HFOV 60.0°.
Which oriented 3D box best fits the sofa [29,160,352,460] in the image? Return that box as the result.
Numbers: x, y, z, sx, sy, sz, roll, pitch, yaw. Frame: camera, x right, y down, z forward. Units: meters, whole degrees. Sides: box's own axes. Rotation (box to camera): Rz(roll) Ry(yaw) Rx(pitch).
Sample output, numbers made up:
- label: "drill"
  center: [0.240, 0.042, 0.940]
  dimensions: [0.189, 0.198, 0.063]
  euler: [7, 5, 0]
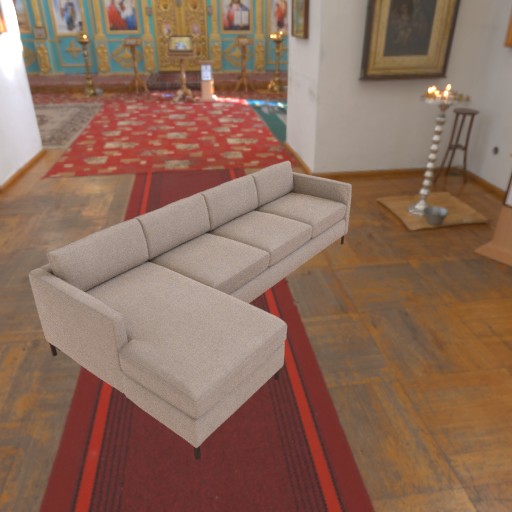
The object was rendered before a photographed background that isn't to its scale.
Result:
- label: "sofa"
  center: [0.000, 0.000, 3.517]
  dimensions: [1.469, 0.816, 2.923]
  euler: [19, 33, 32]
